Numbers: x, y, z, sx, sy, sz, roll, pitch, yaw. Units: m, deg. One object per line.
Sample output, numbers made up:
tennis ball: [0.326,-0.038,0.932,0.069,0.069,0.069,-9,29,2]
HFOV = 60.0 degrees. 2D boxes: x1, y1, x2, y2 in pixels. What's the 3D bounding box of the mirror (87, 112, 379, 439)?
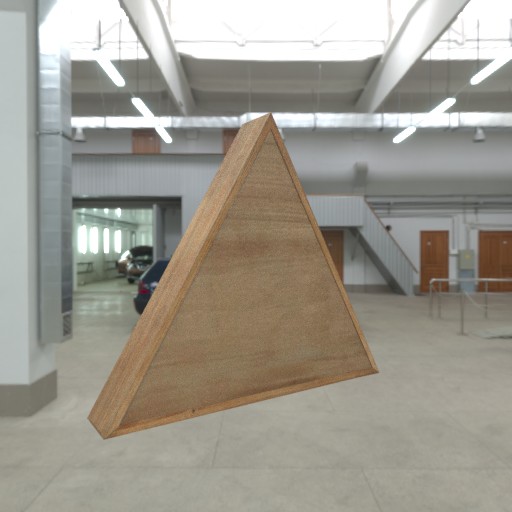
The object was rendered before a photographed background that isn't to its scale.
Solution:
mirror: [0.000,0.000,0.886,0.631,0.548,0.100,-1,1,-35]
